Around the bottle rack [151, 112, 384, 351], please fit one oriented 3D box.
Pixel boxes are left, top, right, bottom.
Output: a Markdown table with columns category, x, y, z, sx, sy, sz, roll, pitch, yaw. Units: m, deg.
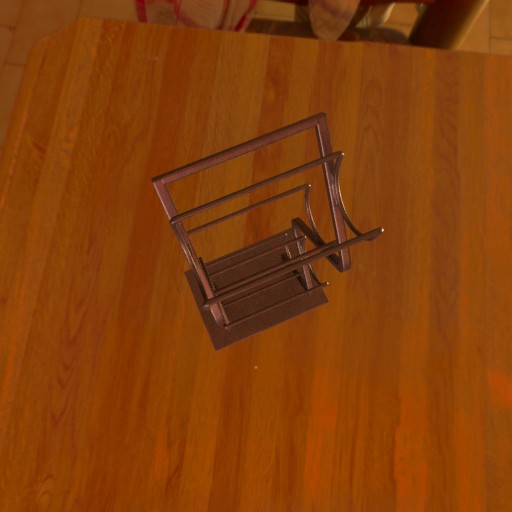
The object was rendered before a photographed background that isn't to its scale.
| category | x | y | z | sx | sy | sz | roll | pitch | yaw |
| --- | --- | --- | --- | --- | --- | --- | --- | --- | --- |
| bottle rack | 0.000 | 0.000 | 0.667 | 0.254 | 0.559 | 0.178 | -23 | 77 | -6 |
